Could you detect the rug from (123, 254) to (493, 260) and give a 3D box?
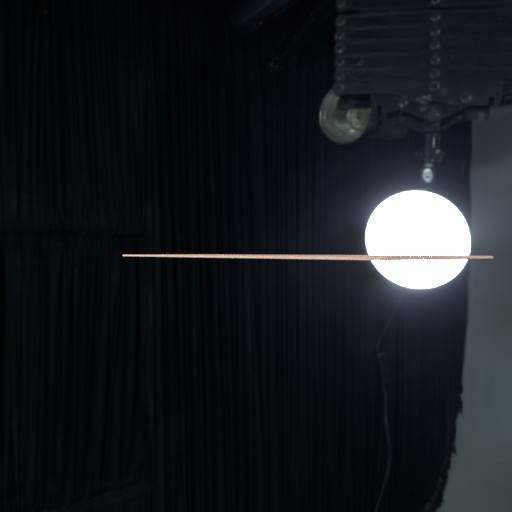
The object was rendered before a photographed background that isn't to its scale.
[{"bbox_3d":[0.000,0.000,2.652,0.760,0.015,2.435,0,0,-37],"label":"rug"}]
